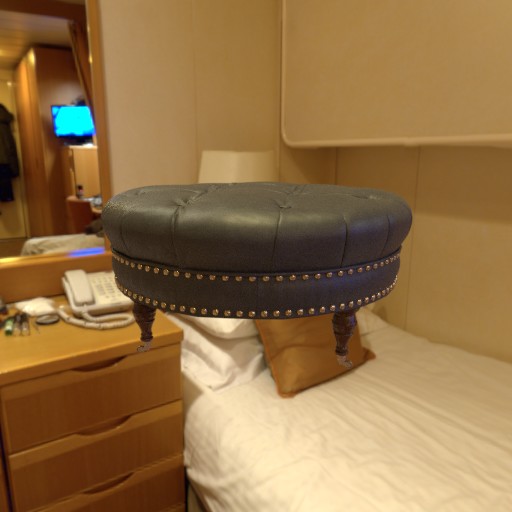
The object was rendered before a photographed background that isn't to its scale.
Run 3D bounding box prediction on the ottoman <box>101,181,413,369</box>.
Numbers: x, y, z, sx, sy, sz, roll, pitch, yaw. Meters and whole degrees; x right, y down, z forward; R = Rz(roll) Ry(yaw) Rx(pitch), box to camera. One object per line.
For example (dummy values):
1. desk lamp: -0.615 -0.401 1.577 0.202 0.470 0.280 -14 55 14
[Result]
1. ottoman: 0.000 0.000 1.383 0.901 0.439 0.901 0 13 0
